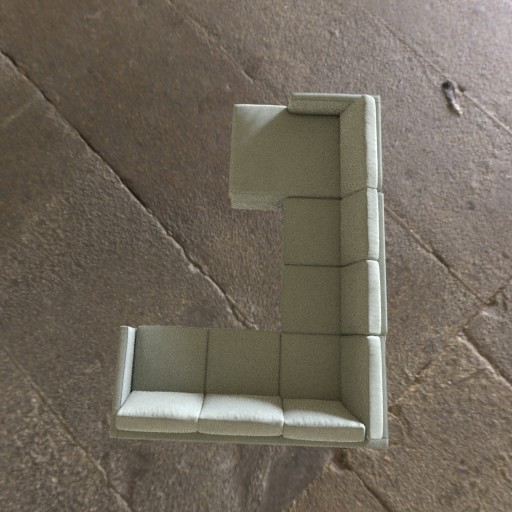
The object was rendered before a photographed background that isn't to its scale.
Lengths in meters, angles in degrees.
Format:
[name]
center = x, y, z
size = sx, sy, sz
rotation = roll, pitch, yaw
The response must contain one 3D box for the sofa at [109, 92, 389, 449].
[sofa]
center = 0.000, 0.000, 4.431
size = 2.440, 0.869, 3.434
rotation = 2, 77, 0
